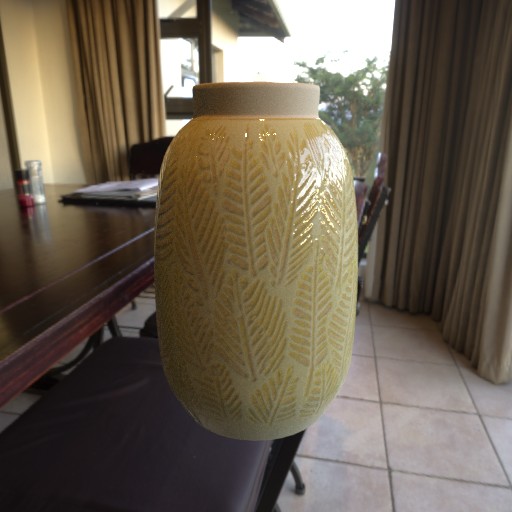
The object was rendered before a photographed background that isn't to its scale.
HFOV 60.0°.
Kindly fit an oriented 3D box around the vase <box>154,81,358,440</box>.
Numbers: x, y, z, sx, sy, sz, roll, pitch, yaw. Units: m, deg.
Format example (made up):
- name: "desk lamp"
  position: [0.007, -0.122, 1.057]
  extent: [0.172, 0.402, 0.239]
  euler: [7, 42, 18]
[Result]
- name: "vase"
  position: [0.000, 0.000, 0.377]
  extent: [0.172, 0.270, 0.172]
  euler: [0, 17, 0]
